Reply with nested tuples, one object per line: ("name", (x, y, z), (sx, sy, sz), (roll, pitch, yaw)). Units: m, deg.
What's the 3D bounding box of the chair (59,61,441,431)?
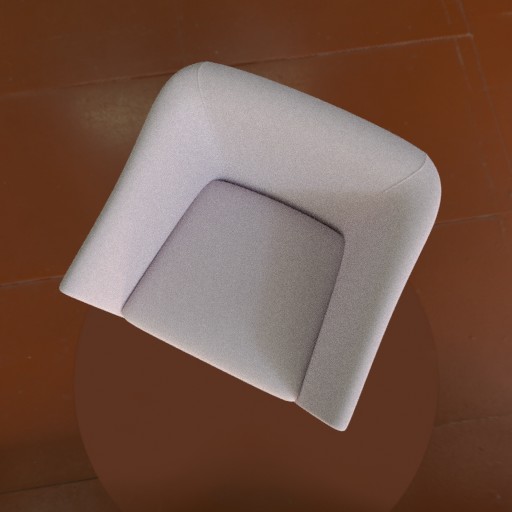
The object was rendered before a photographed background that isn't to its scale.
("chair", (0.000, 0.000, 1.352), (0.790, 0.720, 0.700), (25, 77, 6))
